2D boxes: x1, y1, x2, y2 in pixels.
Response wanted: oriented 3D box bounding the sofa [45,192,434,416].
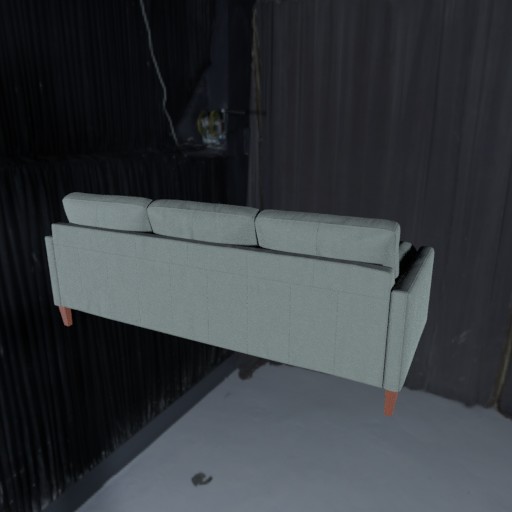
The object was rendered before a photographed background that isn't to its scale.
[{"bbox_3d":[0.000,0.000,2.931,2.178,0.876,1.506,8,18,26],"label":"sofa"}]
